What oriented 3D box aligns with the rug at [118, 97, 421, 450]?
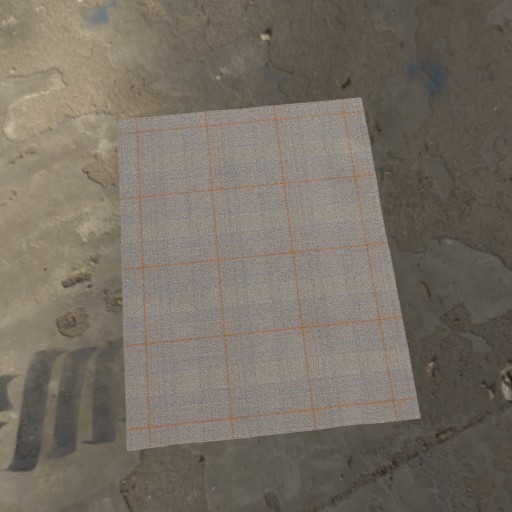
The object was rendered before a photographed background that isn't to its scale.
[{"bbox_3d":[0.000,0.000,4.030,2.448,0.021,3.051,-6,76,-1],"label":"rug"}]
